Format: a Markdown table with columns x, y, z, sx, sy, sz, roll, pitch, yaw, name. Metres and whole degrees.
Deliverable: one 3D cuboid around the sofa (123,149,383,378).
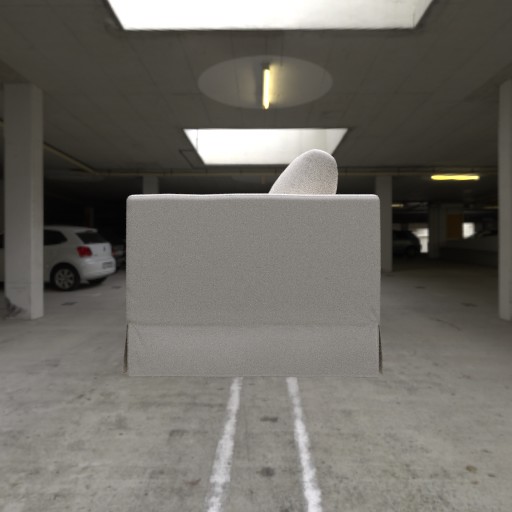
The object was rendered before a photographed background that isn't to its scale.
| x | y | z | sx | sy | sz | roll | pitch | yaw | name |
| --- | --- | --- | --- | --- | --- | --- | --- | --- | --- |
| 0.000 | 0.000 | 2.675 | 0.954 | 0.881 | 2.163 | 0 | 0 | 1 | sofa |
